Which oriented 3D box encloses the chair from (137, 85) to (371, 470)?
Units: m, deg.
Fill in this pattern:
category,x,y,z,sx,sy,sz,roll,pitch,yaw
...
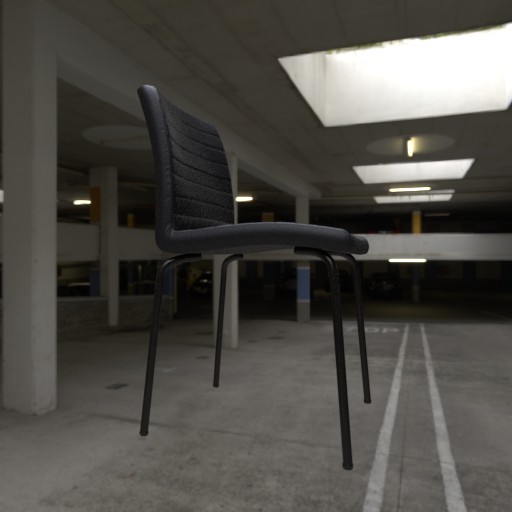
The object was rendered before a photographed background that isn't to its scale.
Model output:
category,x,y,z,sx,sy,sz,roll,pitch,yaw
chair,0.000,0.000,1.201,0.572,0.872,0.450,0,0,19
